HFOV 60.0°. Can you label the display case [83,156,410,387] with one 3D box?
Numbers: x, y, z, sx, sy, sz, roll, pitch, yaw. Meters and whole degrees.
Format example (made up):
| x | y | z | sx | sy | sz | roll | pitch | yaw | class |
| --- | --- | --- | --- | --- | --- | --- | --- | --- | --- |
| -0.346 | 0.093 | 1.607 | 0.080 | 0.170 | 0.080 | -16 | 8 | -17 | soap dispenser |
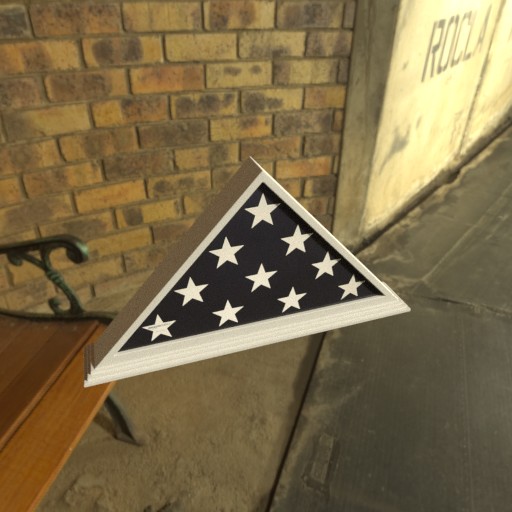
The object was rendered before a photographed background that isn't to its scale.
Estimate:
| x | y | z | sx | sy | sz | roll | pitch | yaw | class |
| --- | --- | --- | --- | --- | --- | --- | --- | --- | --- |
| 0.000 | 0.000 | 0.778 | 0.640 | 0.340 | 0.095 | -10 | 34 | -15 | display case |
